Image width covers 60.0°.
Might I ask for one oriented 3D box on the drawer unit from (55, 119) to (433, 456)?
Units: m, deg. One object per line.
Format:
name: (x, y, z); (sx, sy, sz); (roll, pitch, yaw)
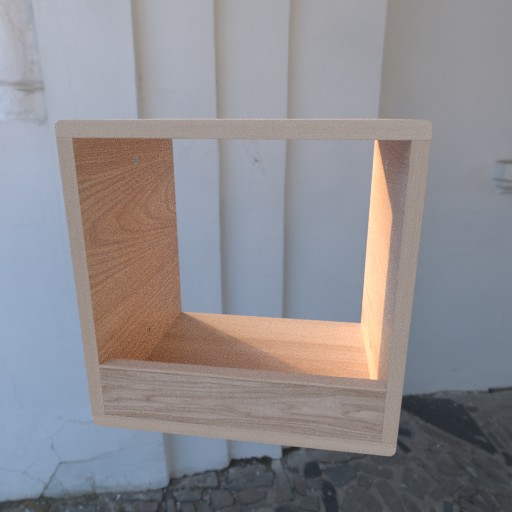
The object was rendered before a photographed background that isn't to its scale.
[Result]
drawer unit: (0.000, 0.000, 0.583); (0.344, 0.344, 0.290); (3, 18, 8)
